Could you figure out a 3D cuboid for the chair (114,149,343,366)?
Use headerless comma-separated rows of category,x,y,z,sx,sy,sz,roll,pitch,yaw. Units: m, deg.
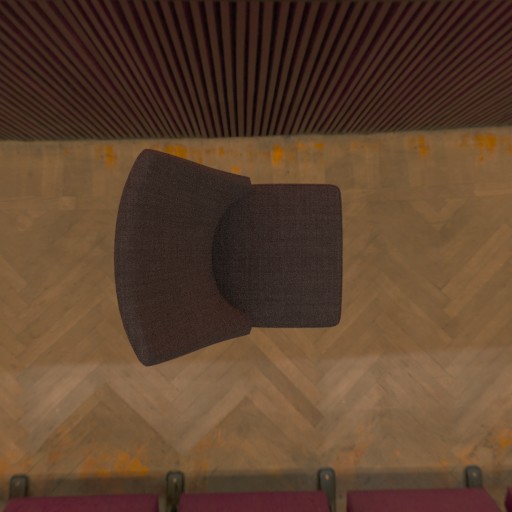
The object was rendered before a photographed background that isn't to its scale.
chair,0.000,0.000,1.373,0.577,1.050,0.510,0,90,-2
